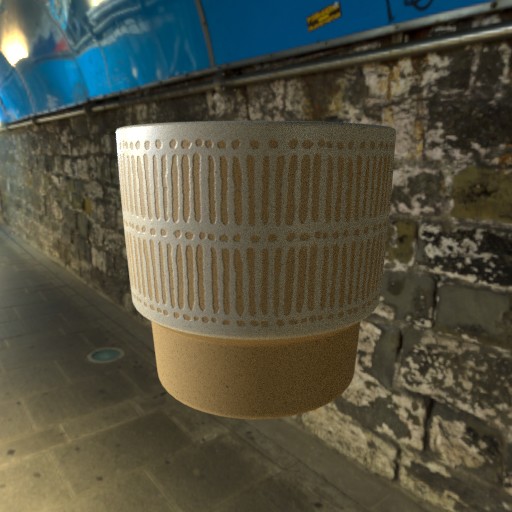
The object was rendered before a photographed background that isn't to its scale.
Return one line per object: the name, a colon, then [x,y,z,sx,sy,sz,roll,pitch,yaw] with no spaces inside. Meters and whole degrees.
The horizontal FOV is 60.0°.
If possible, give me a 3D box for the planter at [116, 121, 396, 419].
planter: [0.000,0.000,0.556,0.317,0.303,0.317,0,13,0]
